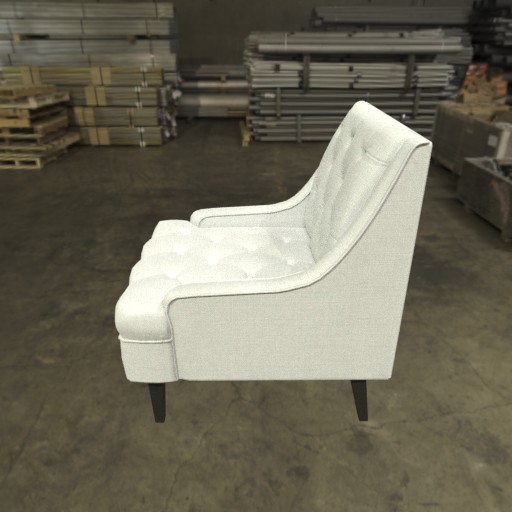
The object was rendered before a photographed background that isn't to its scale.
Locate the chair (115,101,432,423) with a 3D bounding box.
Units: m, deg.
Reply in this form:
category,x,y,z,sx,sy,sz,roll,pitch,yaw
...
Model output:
category,x,y,z,sx,sy,sz,roll,pitch,yaw
chair,0.000,0.000,1.432,0.772,0.891,0.658,0,27,0
